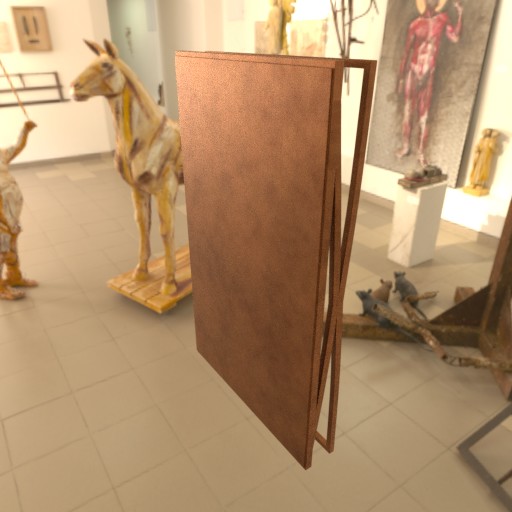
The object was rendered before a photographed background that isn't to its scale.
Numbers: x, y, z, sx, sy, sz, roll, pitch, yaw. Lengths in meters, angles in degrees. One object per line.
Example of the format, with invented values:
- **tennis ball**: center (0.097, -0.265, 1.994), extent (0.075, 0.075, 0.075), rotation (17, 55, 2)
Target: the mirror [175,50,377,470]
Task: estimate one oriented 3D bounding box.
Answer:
- **mirror**: center (0.000, 0.000, 0.926), extent (0.082, 0.768, 0.468), rotation (-17, 31, -31)
